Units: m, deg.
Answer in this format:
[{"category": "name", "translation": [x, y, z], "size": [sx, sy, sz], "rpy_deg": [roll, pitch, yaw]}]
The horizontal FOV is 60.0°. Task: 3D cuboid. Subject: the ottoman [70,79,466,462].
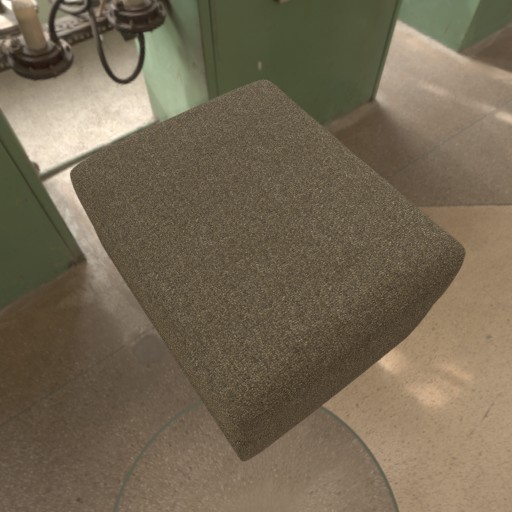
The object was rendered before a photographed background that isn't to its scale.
[{"category": "ottoman", "translation": [0.000, 0.000, 1.119], "size": [0.598, 0.476, 0.742], "rpy_deg": [-31, 63, -18]}]
